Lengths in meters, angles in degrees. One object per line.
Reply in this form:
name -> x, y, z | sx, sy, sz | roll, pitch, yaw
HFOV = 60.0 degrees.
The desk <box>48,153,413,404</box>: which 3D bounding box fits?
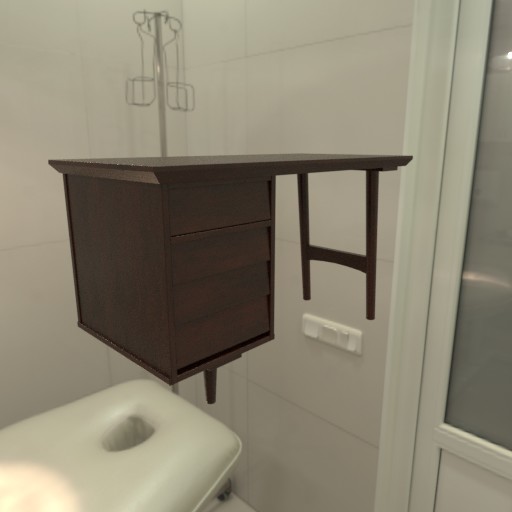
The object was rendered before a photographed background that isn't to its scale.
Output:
desk -> 0.000, 0.000, 1.744 | 0.612, 0.758, 1.277 | 14, 20, 43
